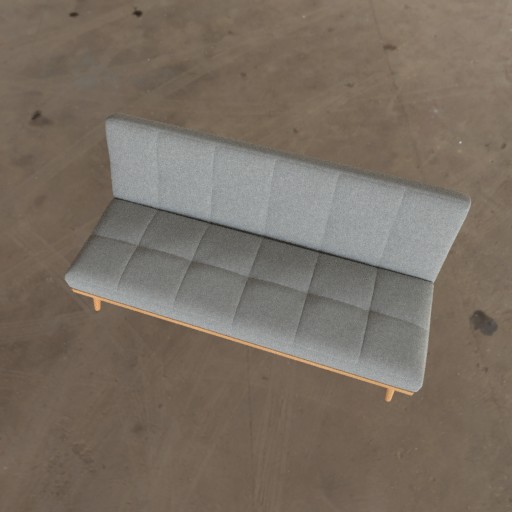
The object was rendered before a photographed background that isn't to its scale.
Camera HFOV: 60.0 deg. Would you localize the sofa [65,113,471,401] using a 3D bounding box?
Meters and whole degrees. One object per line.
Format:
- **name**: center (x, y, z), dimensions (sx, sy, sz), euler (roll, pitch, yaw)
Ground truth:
- **sofa**: center (0.000, 0.000, 2.257), dimensions (1.820, 0.800, 0.800), euler (15, 60, 9)
